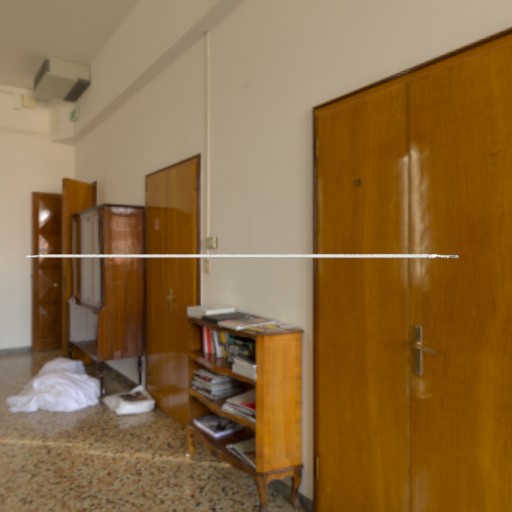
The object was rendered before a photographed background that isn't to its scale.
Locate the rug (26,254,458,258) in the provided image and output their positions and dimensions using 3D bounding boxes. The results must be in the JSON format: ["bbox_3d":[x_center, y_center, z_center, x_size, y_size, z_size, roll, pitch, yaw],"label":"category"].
[{"bbox_3d":[0.000,0.000,2.333,1.872,0.013,1.243,0,0,20],"label":"rug"}]
